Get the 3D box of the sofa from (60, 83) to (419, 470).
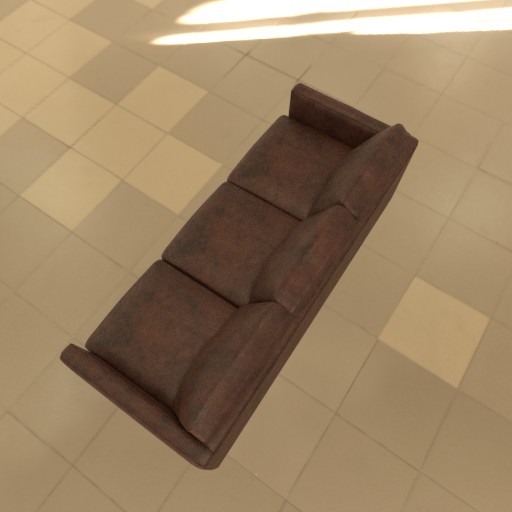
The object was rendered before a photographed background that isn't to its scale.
[{"bbox_3d":[0.000,0.000,2.965,1.045,1.006,2.464,31,68,14],"label":"sofa"}]
